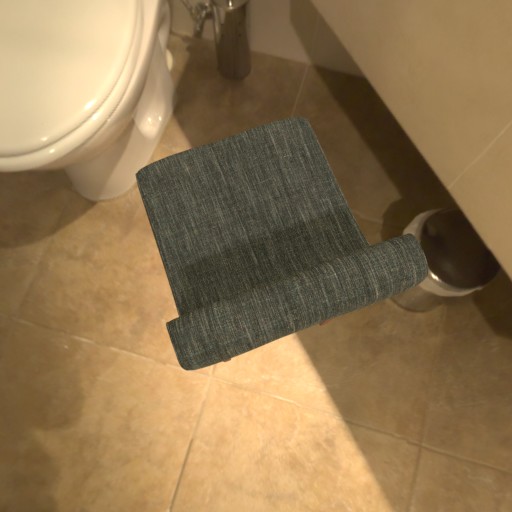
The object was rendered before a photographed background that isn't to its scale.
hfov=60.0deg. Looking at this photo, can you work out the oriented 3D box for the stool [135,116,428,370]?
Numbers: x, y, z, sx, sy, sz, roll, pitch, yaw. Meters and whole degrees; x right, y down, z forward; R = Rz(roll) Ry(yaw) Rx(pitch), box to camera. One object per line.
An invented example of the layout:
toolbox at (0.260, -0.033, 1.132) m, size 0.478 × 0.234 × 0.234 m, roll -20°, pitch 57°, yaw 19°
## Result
stool at (0.000, 0.000, 1.077) m, size 0.395 × 0.835 × 0.459 m, roll -20°, pitch 75°, yaw -5°
